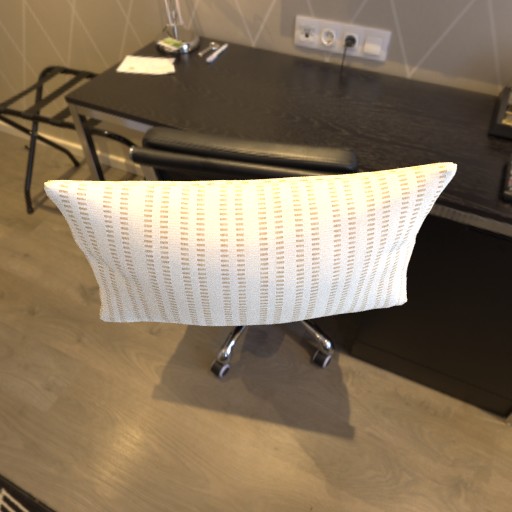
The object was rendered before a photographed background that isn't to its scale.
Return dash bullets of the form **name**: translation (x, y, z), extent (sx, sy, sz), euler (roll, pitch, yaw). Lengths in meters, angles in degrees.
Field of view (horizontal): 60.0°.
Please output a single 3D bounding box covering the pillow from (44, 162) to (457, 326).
- **pillow**: translation (0.000, 0.000, 0.793), extent (0.640, 0.353, 0.210), euler (-3, 47, -3)
